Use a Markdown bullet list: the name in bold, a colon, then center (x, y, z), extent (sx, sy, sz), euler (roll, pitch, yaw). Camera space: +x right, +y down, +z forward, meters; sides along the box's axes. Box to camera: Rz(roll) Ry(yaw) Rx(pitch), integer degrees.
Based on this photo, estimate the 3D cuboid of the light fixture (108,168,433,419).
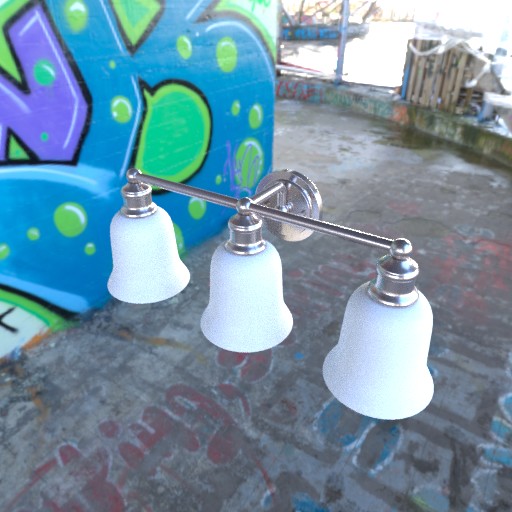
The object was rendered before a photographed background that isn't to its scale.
- **light fixture**: center (0.000, 0.000, 0.665), extent (0.570, 0.211, 0.198), euler (18, 35, 28)
